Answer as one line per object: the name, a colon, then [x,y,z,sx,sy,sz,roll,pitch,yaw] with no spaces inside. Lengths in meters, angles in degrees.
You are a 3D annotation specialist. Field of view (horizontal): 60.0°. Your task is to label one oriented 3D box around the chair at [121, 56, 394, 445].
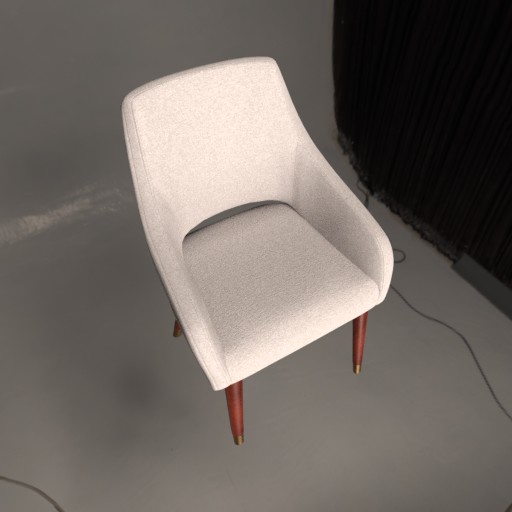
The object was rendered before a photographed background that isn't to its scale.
chair: [0.000,0.000,1.292,0.609,0.889,0.600,-24,52,-20]
